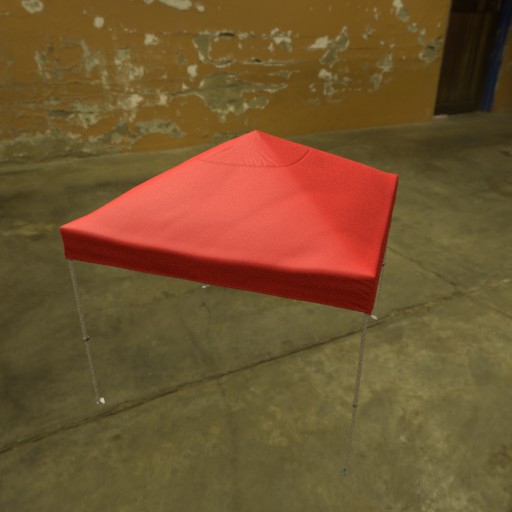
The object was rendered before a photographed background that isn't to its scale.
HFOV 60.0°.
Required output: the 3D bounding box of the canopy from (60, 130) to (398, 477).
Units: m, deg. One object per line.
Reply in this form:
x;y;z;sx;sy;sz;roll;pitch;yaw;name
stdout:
0.000;0.000;5.401;2.996;2.997;2.998;9;28;17;canopy
